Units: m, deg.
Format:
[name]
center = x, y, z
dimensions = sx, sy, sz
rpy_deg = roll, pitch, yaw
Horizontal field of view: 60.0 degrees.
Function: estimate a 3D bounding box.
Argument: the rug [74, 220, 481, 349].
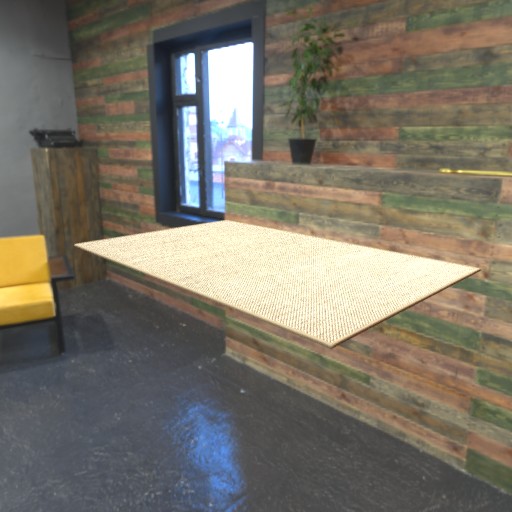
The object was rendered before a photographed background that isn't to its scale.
[rug]
center = 0.000, 0.000, 2.106
dimensions = 1.062, 0.013, 1.667
rpy_deg = -14, 20, -42
